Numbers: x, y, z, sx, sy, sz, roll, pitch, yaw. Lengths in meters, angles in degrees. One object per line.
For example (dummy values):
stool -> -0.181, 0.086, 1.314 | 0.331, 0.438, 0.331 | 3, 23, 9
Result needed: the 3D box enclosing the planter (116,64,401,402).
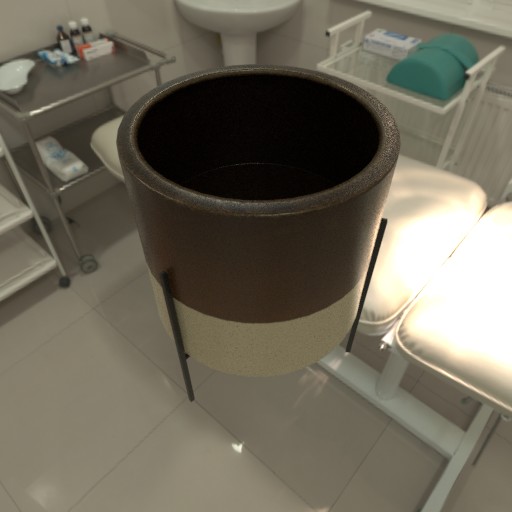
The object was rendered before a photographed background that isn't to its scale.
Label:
planter -> 0.000, 0.000, 0.707 | 0.345, 0.465, 0.354 | 32, 54, 27
